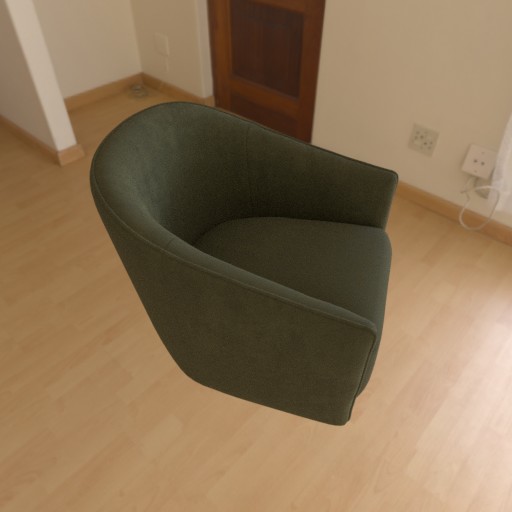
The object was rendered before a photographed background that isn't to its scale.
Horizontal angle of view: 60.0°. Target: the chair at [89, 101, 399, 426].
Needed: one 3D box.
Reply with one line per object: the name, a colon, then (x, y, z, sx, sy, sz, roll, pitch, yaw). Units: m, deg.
chair: (0.000, 0.000, 1.466, 0.875, 0.799, 0.747, 12, 45, 12)
